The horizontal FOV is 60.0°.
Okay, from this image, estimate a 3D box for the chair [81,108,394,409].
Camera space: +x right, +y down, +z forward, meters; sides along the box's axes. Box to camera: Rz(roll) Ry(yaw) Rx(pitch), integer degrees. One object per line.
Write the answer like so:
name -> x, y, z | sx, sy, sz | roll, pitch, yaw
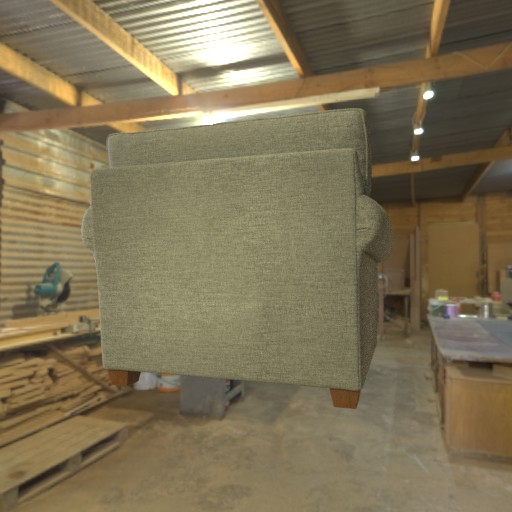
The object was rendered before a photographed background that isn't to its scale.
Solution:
chair -> 0.000, 0.000, 1.853 | 1.092, 0.961, 0.965 | 0, -1, 18
